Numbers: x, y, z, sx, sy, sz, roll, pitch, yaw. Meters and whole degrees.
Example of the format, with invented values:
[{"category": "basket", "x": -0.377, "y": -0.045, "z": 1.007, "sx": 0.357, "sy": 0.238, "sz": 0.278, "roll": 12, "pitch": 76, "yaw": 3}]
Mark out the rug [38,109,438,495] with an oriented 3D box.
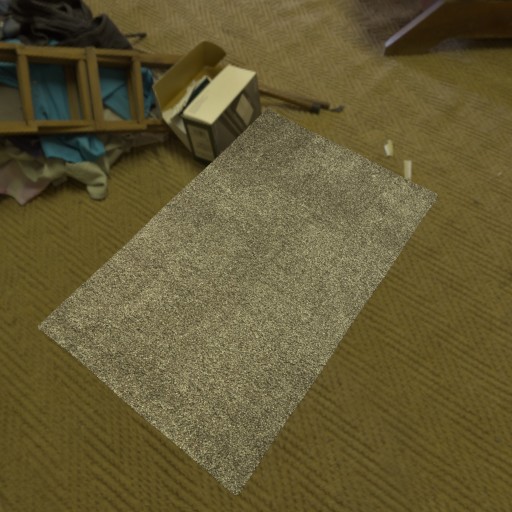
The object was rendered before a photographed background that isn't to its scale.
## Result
[{"category": "rug", "x": 0.000, "y": 0.000, "z": 2.898, "sx": 1.501, "sy": 0.025, "sz": 2.352, "roll": 32, "pitch": 64, "yaw": 18}]
